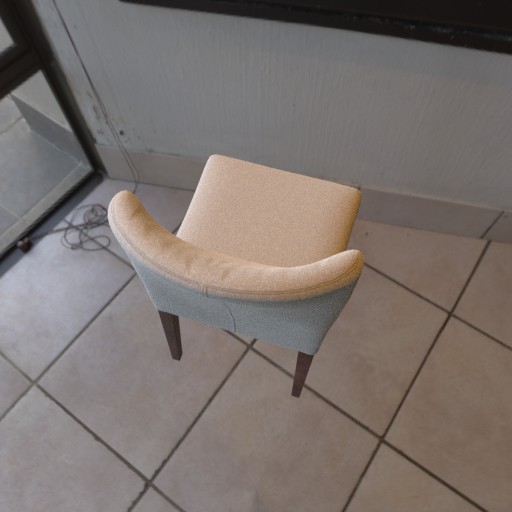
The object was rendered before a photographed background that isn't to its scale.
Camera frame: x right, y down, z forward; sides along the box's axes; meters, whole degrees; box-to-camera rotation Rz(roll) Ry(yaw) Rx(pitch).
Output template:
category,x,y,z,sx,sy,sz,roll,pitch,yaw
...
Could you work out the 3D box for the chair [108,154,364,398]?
category,x,y,z,sx,sy,sz,roll,pitch,yaw
chair,0.000,0.000,1.209,0.491,0.839,0.592,15,63,8
